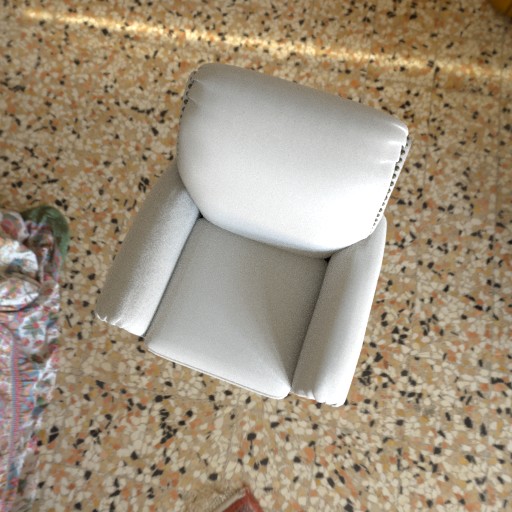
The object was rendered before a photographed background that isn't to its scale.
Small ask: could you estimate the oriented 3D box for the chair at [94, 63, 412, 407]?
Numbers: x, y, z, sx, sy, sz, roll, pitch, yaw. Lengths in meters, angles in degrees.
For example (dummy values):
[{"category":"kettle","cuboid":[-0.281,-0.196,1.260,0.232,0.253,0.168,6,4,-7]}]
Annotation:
[{"category":"chair","cuboid":[0.000,0.000,1.600,0.854,0.927,0.890,19,75,5]}]
